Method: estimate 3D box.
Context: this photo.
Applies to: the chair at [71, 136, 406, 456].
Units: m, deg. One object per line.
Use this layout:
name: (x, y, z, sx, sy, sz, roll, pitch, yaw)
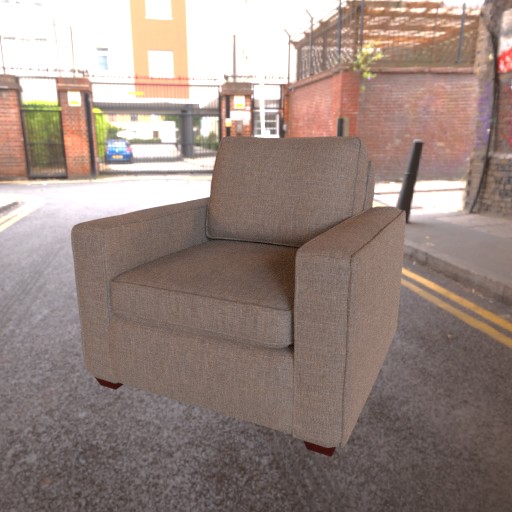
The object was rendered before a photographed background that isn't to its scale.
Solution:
chair: (0.000, 0.000, 1.734, 1.016, 0.914, 0.940, 7, 16, 25)
